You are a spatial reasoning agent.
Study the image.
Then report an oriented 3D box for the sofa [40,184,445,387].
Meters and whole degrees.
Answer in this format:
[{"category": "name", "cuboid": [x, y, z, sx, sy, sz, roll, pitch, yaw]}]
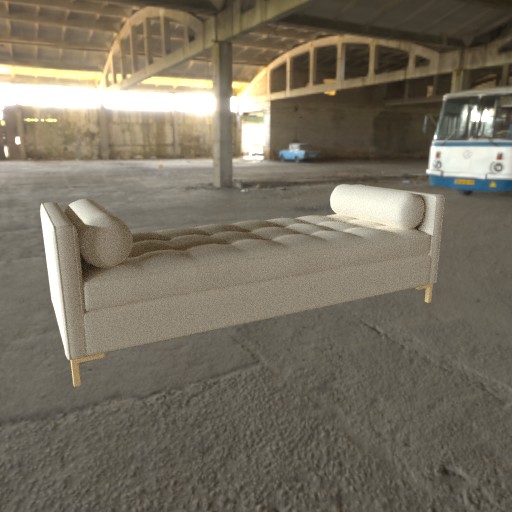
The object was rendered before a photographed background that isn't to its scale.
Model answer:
[{"category": "sofa", "cuboid": [0.000, 0.000, 2.355, 1.985, 0.641, 0.746, -8, 16, -27]}]
